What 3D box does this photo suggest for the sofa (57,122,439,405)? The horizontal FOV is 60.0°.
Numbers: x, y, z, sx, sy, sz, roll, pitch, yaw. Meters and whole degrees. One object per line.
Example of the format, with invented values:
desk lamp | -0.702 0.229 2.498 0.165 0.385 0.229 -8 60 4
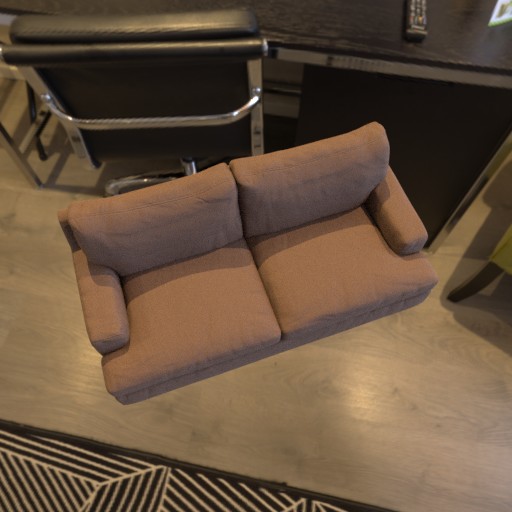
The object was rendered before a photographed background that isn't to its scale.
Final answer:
sofa | 0.000 0.000 2.941 2.274 0.950 1.140 -17 63 -9
